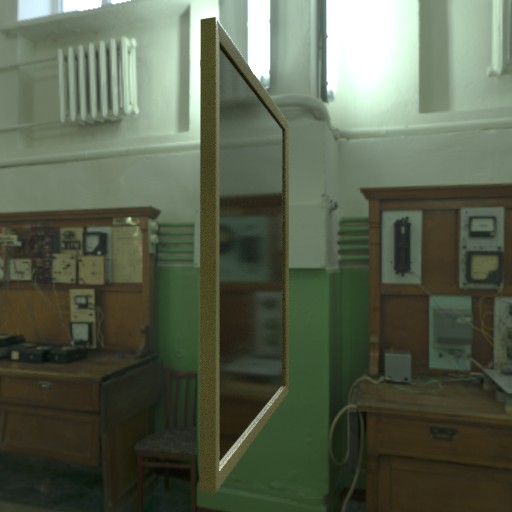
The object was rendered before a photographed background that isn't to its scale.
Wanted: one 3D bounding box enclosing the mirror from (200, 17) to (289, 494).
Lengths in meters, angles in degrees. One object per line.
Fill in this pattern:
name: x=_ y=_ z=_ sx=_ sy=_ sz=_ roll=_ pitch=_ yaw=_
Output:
mirror: x=0.000 y=0.000 z=1.314 sx=0.040 sy=1.016 sz=0.762 roll=0 pitch=-1 yaw=16
